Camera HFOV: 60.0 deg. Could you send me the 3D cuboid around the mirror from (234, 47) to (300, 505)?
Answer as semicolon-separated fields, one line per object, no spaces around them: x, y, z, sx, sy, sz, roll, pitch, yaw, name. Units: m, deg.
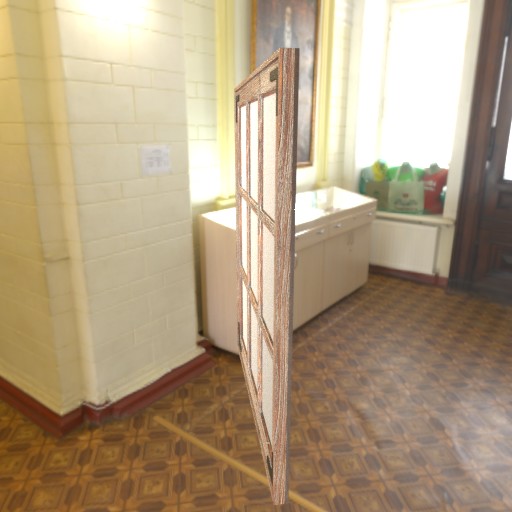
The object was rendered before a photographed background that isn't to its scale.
0.000;0.000;1.161;0.032;0.882;0.730;-2;16;-8;mirror
